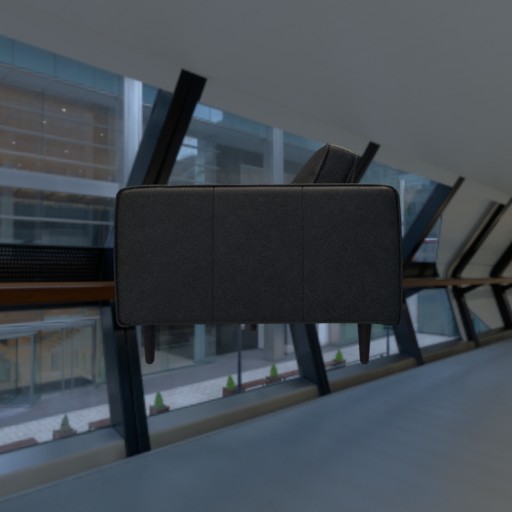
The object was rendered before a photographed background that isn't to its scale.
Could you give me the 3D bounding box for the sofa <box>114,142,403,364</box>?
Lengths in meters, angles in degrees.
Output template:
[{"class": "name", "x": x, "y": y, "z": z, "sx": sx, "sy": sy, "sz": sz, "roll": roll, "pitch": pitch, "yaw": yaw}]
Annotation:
[{"class": "sofa", "x": 0.000, "y": 0.000, "z": 2.292, "sx": 0.921, "sy": 0.770, "sz": 1.879, "roll": 0, "pitch": -1, "yaw": 0}]
